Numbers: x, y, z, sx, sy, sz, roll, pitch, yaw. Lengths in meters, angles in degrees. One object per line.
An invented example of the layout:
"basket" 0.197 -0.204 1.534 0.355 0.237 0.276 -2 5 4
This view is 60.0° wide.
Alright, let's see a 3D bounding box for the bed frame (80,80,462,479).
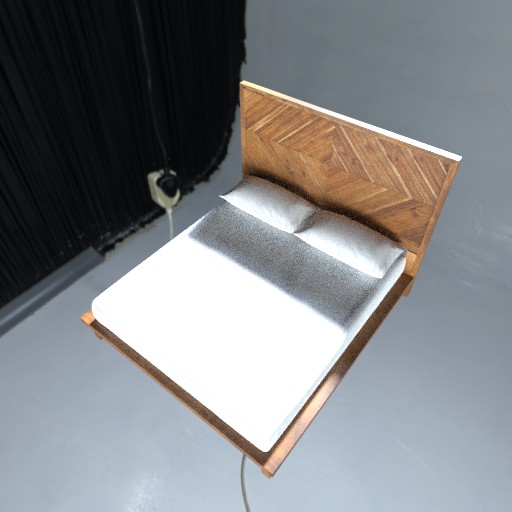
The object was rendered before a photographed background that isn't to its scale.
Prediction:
"bed frame" 0.000 0.000 3.580 2.038 1.537 2.235 29 53 26
